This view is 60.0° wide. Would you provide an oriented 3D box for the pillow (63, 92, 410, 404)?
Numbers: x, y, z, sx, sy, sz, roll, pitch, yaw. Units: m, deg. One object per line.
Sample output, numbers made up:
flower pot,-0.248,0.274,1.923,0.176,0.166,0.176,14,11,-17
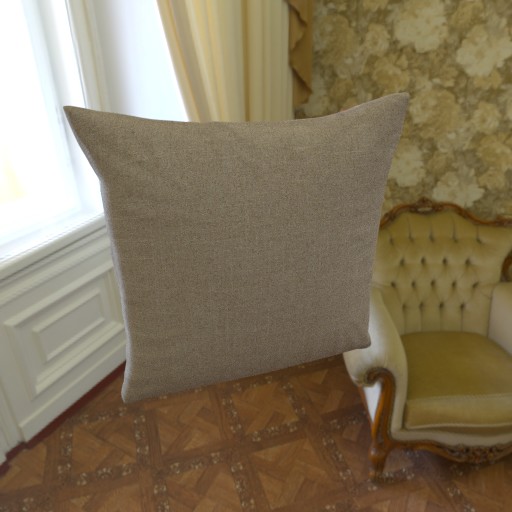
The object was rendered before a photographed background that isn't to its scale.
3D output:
pillow,0.000,0.000,0.748,0.513,0.511,0.158,-9,29,-17
